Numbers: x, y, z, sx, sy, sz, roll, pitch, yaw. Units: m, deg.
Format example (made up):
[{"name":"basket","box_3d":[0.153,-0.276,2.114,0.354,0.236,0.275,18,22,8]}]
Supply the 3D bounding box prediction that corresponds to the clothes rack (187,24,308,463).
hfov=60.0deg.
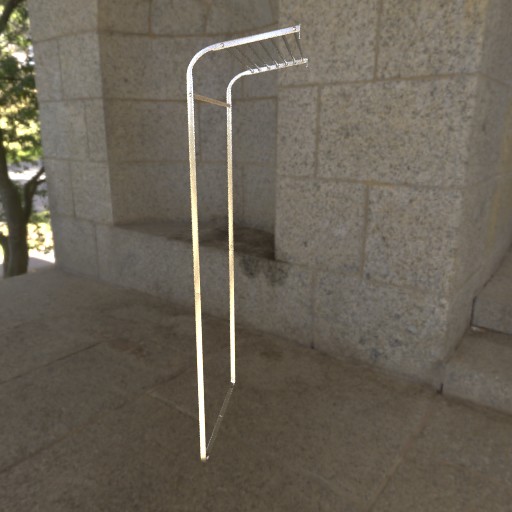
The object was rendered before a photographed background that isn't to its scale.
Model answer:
[{"name":"clothes rack","box_3d":[0.000,0.000,1.805,0.349,1.574,0.609,2,16,8]}]
